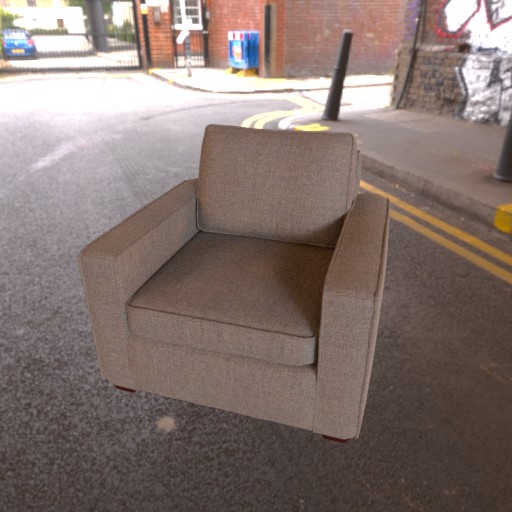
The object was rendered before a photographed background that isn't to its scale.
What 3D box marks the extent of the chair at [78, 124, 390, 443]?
[{"bbox_3d":[0.000,0.000,1.801,1.016,0.914,0.940,8,28,15],"label":"chair"}]
